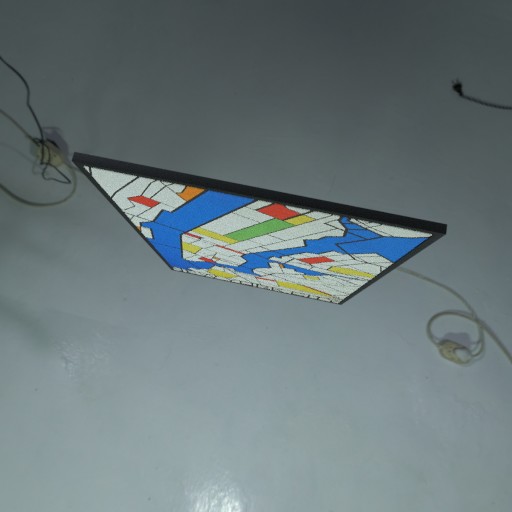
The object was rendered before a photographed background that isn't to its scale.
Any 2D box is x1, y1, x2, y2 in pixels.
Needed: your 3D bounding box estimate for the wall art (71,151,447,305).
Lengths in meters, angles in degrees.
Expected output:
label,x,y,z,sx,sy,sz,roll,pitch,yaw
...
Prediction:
label,x,y,z,sx,sy,sz,roll,pitch,yaw
wall art,0.000,0.000,0.850,0.457,0.657,0.013,11,77,3
